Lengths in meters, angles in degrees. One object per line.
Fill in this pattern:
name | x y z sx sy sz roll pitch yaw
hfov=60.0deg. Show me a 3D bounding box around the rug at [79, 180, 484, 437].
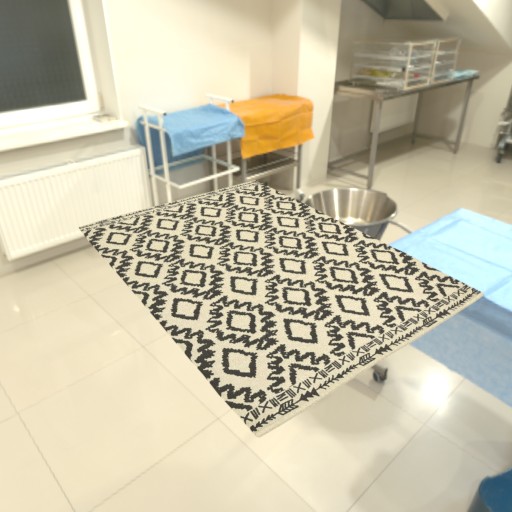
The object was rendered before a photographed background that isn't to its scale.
rug | 0.000 0.000 4.349 2.444 0.036 3.369 -20 36 -31
